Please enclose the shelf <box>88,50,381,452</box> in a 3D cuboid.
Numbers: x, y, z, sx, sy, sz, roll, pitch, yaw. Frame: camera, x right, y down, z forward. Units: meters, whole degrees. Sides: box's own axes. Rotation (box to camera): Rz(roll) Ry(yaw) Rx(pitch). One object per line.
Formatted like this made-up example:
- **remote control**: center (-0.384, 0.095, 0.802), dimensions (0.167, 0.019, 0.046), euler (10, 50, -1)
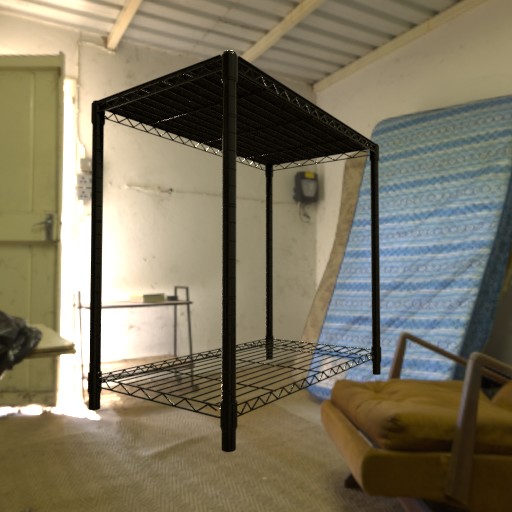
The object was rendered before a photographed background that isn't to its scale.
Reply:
- **shelf**: center (0.000, 0.000, 0.950), dimensions (0.338, 0.564, 0.589), euler (-1, -3, 36)
